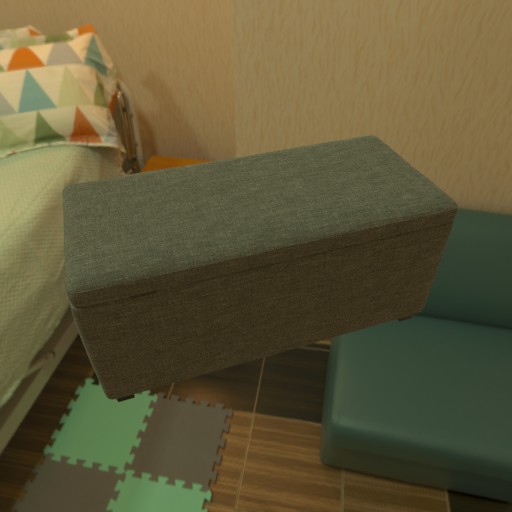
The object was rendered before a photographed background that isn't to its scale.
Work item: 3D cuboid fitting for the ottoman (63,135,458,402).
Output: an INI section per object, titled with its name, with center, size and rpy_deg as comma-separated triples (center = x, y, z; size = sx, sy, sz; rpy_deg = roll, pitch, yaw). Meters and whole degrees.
[ottoman]
center = 0.000, 0.000, 1.187
size = 0.902, 0.432, 0.419
rpy_deg = -13, 42, -14
